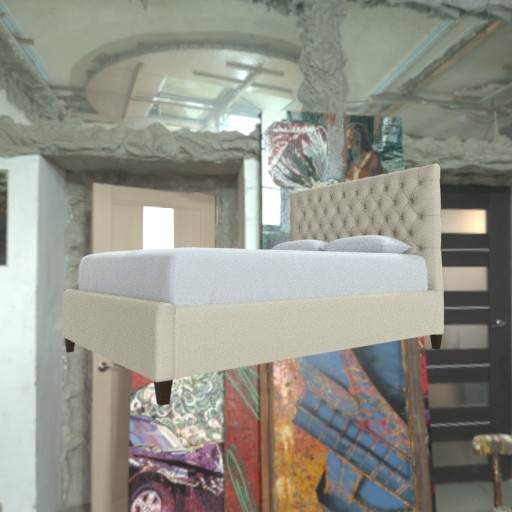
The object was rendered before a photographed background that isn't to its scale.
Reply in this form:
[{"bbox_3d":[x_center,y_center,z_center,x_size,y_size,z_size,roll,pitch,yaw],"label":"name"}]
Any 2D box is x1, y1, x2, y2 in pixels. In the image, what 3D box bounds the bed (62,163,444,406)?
[{"bbox_3d":[0.000,0.000,3.376,2.387,1.427,1.698,1,-2,-37],"label":"bed"}]
